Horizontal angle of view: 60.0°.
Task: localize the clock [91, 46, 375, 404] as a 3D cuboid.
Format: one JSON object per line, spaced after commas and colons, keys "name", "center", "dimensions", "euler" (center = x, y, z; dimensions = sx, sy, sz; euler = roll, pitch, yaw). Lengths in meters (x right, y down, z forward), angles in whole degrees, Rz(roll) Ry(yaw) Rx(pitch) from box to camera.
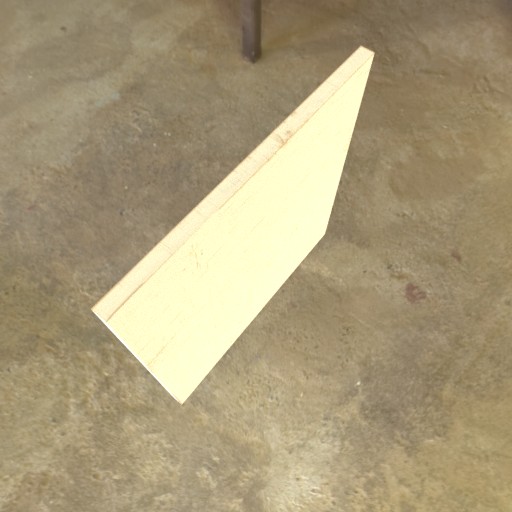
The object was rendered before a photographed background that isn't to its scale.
{"name": "clock", "center": [0.000, 0.000, 1.057], "dimensions": [0.032, 0.705, 0.705], "euler": [35, 68, 17]}
